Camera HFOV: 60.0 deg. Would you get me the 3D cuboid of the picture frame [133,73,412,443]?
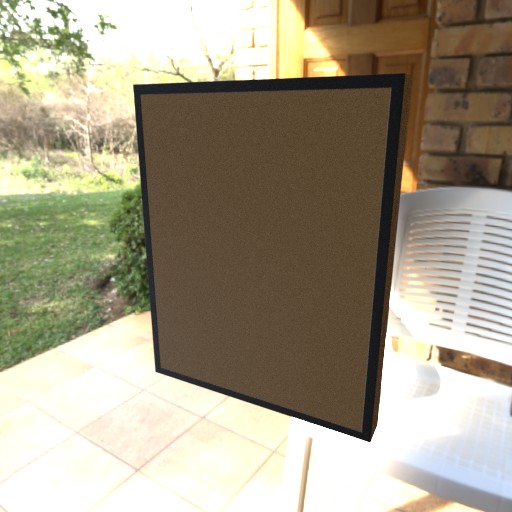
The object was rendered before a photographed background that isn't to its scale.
[{"bbox_3d":[0.000,0.000,0.713,0.421,0.526,0.046,9,20,27],"label":"picture frame"}]
